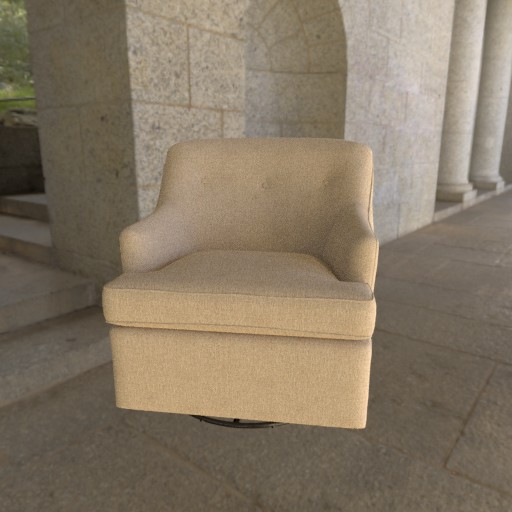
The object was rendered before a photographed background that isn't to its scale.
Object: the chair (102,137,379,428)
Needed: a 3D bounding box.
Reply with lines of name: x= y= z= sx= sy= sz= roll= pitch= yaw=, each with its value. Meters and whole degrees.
chair: x=0.000 y=0.000 z=1.633 sx=0.864 sy=0.856 sz=0.923 roll=2 pitch=14 yaw=8
